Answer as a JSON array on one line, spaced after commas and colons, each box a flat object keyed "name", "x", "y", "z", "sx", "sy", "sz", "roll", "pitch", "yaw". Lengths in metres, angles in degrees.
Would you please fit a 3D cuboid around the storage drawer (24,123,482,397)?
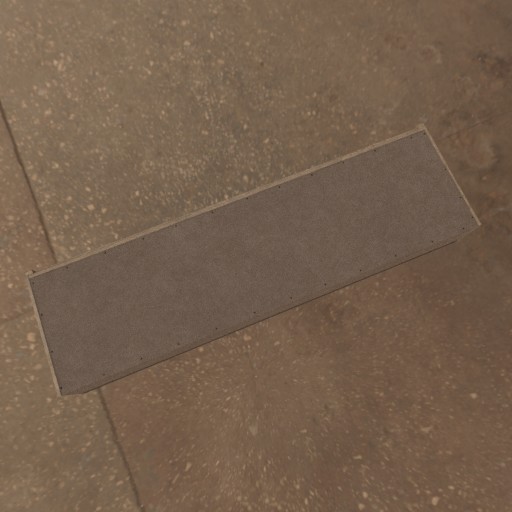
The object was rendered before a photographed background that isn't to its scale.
[{"name": "storage drawer", "x": 0.000, "y": 0.000, "z": 2.206, "sx": 2.072, "sy": 0.274, "sz": 0.591, "roll": -21, "pitch": 76, "yaw": -6}]
